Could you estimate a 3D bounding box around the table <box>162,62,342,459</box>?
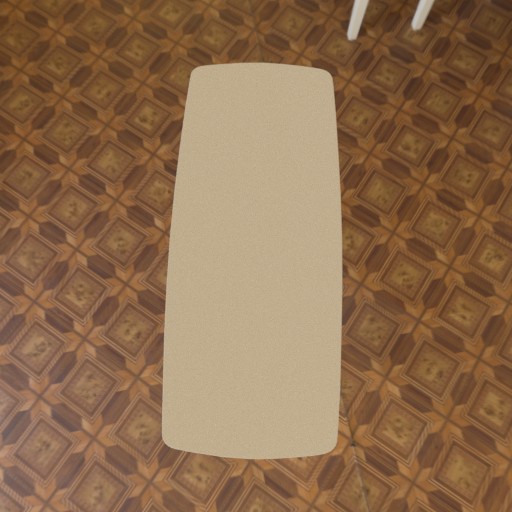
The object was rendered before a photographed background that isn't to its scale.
[{"bbox_3d":[0.000,0.000,1.675,0.561,0.474,1.334,2,75,0],"label":"table"}]
